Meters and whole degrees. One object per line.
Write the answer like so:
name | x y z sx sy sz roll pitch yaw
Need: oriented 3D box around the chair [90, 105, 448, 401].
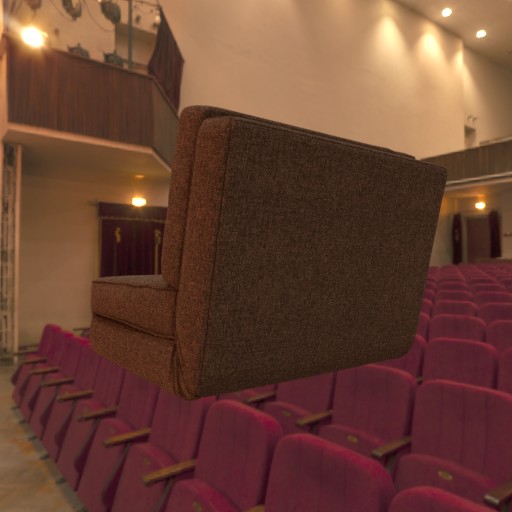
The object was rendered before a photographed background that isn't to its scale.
chair | 0.000 0.000 1.299 0.740 0.615 0.800 1 -1 -37
